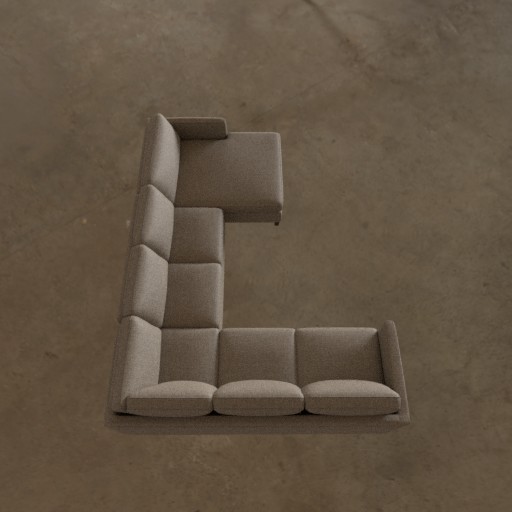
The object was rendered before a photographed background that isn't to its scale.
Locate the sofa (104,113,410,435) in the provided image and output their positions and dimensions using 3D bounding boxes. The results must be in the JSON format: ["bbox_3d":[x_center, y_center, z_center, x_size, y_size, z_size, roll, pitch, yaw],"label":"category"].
[{"bbox_3d":[0.000,0.000,4.590,2.551,0.889,3.403,0,63,0],"label":"sofa"}]
